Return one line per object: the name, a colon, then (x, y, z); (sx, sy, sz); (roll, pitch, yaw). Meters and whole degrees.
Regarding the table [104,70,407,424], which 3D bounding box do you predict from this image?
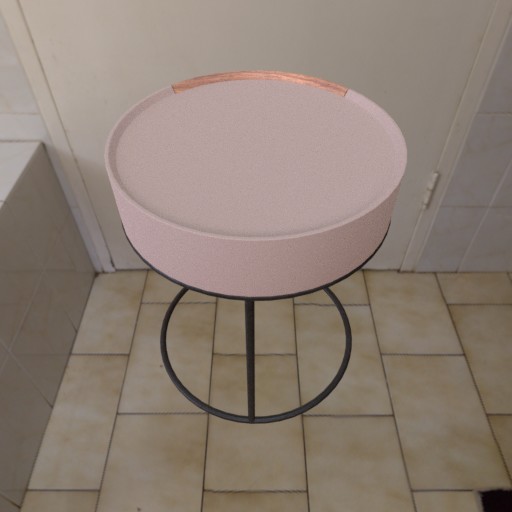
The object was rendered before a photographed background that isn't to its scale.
table: (0.000, 0.000, 0.864); (0.450, 0.530, 0.450); (0, 47, 0)
